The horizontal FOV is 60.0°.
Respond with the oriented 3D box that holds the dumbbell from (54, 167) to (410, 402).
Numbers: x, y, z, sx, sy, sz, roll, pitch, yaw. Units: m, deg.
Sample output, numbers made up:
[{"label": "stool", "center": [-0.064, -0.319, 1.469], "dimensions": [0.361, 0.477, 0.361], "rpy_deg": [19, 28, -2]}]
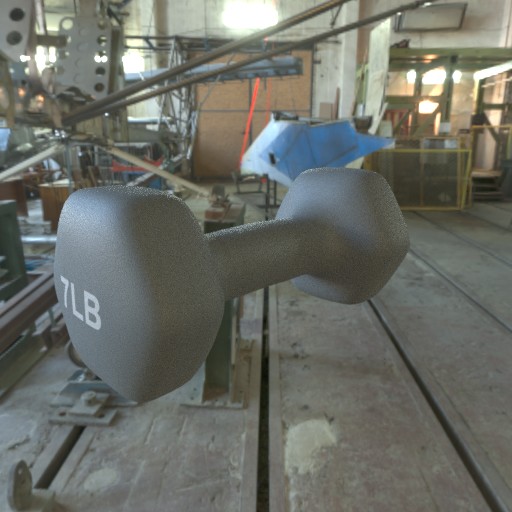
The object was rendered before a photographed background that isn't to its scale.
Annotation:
[{"label": "dumbbell", "center": [0.000, 0.000, 0.226], "dimensions": [0.184, 0.081, 0.090], "rpy_deg": [-14, 21, -42]}]
